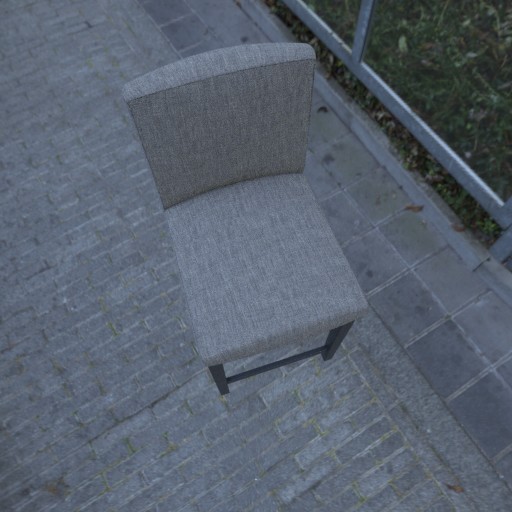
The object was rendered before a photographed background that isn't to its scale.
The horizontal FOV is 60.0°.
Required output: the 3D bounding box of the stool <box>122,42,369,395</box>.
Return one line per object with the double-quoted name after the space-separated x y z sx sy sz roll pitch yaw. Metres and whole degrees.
0.000 0.000 1.269 0.451 0.966 0.552 -16 64 -8 "stool"
